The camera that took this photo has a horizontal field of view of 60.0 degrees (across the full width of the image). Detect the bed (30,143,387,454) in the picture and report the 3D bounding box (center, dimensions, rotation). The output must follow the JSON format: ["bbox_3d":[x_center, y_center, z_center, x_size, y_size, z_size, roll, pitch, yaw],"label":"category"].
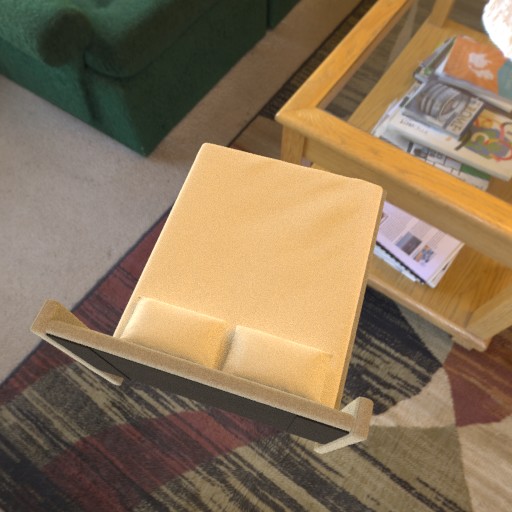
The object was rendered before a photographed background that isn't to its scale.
[{"bbox_3d":[0.000,0.000,3.303,1.774,1.491,2.222,16,65,8],"label":"bed"}]
